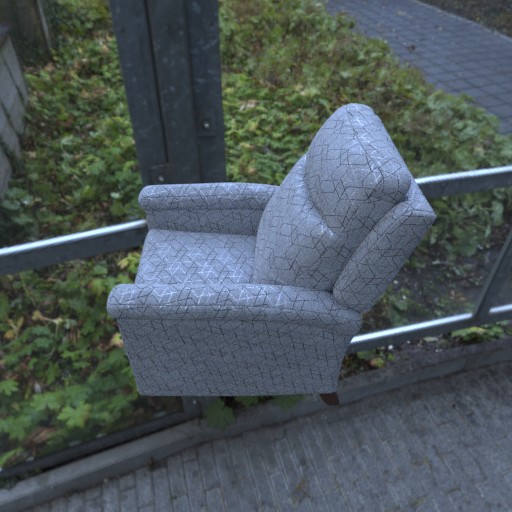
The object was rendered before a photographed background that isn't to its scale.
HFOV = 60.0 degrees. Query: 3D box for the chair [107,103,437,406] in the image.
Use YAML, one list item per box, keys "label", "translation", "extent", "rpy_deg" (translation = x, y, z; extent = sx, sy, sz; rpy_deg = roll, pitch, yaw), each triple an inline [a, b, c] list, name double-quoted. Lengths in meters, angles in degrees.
- label: "chair"
  translation: [0.000, 0.000, 1.741]
  extent: [0.987, 1.048, 0.753]
  rpy_deg: [-1, 41, -1]
